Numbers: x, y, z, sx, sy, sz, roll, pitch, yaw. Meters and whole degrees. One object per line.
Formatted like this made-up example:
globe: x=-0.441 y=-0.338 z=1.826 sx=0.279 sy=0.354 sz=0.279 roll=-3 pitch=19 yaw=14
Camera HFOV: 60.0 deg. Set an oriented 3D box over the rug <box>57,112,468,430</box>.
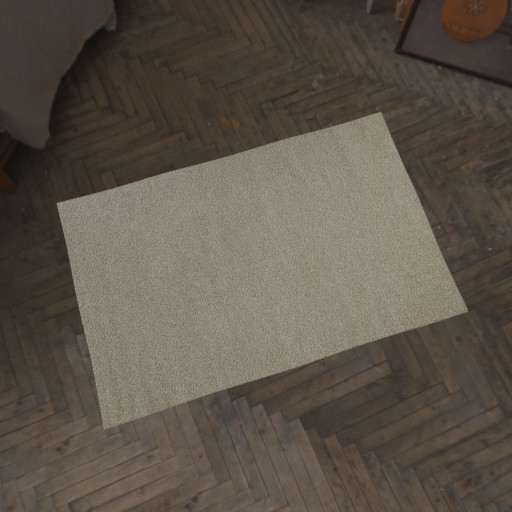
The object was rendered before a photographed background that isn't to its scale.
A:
rug: x=0.000 y=0.000 z=2.903 sx=2.346 sy=0.025 sz=1.500 roll=-17 pitch=76 yaw=-4
